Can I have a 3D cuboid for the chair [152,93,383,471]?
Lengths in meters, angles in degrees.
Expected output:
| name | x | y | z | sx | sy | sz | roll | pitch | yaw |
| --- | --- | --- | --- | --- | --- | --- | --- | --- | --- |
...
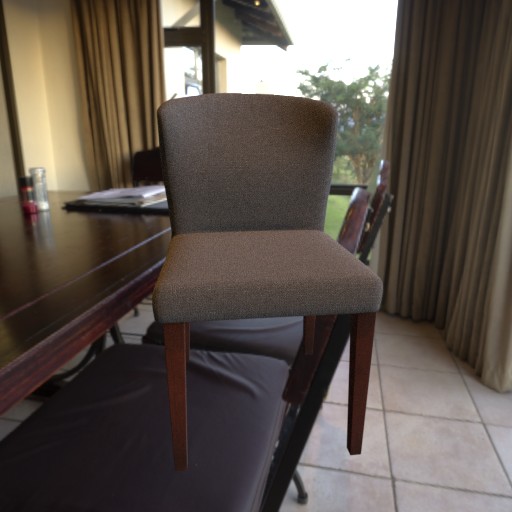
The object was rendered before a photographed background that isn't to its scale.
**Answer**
| name | x | y | z | sx | sy | sz | roll | pitch | yaw |
| --- | --- | --- | --- | --- | --- | --- | --- | --- | --- |
| chair | 0.000 | 0.000 | 1.158 | 0.491 | 0.839 | 0.589 | -2 | 16 | -7 |
